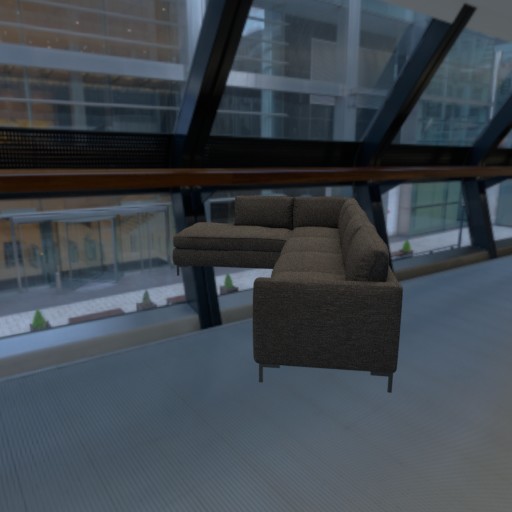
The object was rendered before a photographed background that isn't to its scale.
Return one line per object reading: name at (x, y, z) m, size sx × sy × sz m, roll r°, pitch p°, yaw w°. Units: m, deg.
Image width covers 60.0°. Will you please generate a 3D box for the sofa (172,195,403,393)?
sofa at (0.000, 0.000, 3.883) m, size 2.007 × 0.815 × 2.949 m, roll 2°, pitch 13°, yaw 8°
